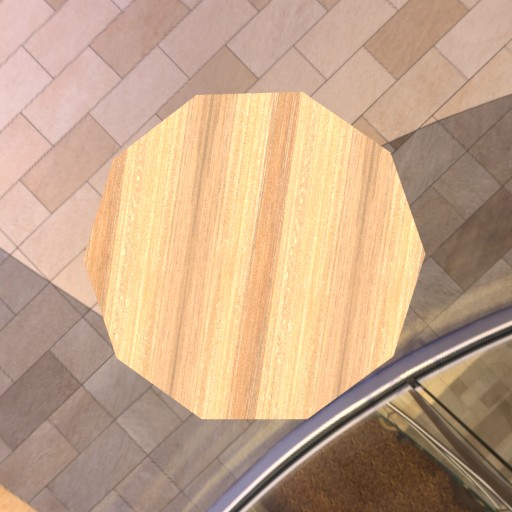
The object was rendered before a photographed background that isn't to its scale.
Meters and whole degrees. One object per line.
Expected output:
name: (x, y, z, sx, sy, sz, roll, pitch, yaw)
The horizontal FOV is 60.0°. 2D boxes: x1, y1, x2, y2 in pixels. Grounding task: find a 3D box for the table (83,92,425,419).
table: (0.000, 0.000, 1.911, 1.186, 0.752, 1.186, 0, 90, 2)
